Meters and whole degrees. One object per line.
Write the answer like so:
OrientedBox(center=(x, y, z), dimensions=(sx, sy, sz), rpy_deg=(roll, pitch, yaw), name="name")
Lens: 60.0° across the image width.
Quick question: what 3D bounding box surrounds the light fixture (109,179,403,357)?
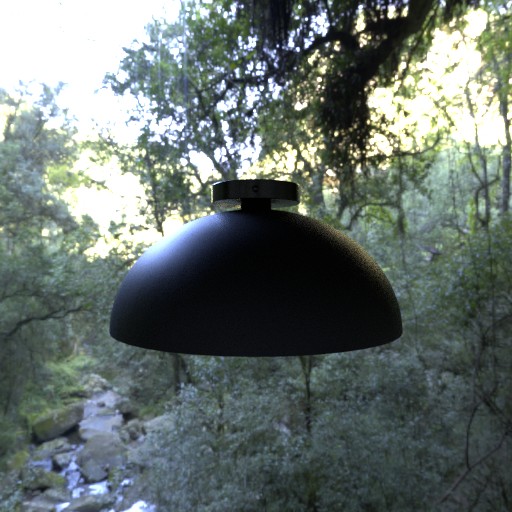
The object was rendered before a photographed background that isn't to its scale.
OrientedBox(center=(0.000, 0.000, 0.565), dimensions=(0.355, 0.177, 0.355), rpy_deg=(0, 0, 0), name="light fixture")
